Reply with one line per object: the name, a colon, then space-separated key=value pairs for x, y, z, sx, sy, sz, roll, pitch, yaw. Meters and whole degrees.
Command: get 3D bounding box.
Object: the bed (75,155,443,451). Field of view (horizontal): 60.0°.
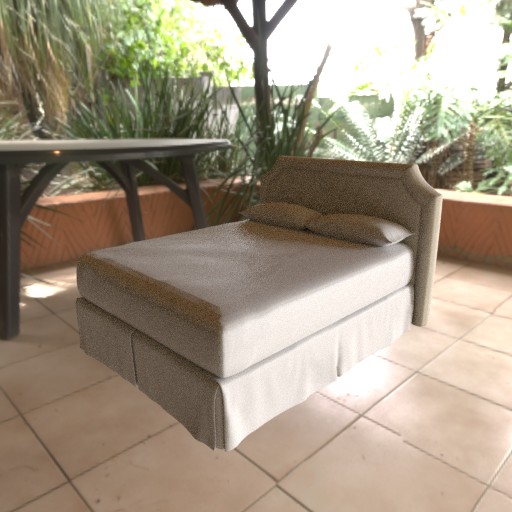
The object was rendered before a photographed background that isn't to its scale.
bed: x=0.000 y=0.000 z=3.290 sx=1.828 sy=1.297 sz=2.164 roll=16 pitch=23 yaw=42
